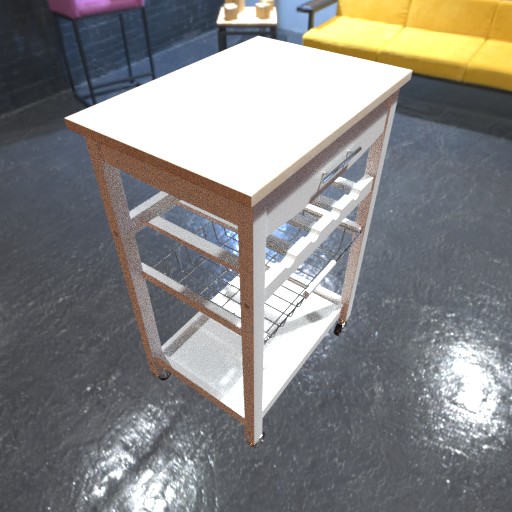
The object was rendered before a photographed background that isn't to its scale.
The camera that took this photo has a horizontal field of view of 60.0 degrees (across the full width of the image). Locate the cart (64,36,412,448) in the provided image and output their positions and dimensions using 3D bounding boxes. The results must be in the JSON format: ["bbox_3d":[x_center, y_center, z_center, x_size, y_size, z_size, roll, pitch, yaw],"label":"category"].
[{"bbox_3d":[0.000,0.000,1.144,0.406,0.857,0.578,26,48,26],"label":"cart"}]
